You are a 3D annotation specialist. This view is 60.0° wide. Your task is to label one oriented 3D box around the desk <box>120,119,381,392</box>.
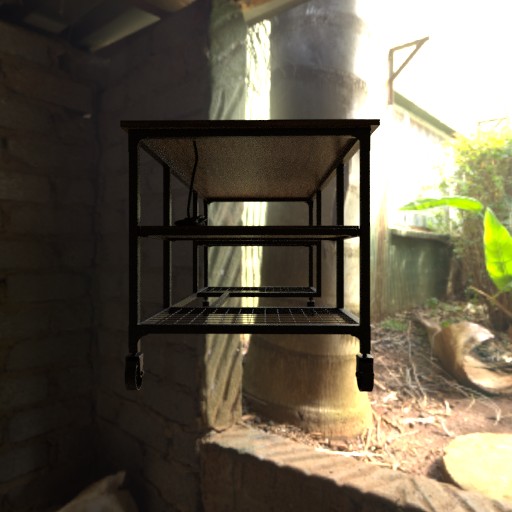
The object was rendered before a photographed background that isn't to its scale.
[{"bbox_3d":[0.000,0.000,1.990,0.711,0.751,1.590,0,0,1],"label":"desk"}]
